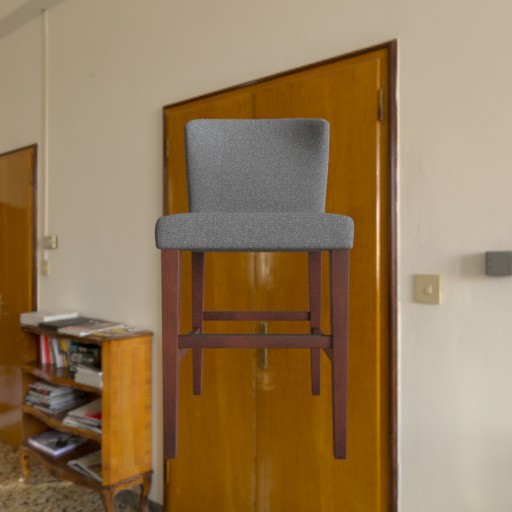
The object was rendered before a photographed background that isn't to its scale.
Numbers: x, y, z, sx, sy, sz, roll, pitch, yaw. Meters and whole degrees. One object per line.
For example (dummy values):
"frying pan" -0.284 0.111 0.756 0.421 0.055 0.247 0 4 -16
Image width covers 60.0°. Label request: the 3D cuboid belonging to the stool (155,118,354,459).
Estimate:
"stool" 0.000 0.000 1.311 0.479 0.968 0.568 0 0 0
